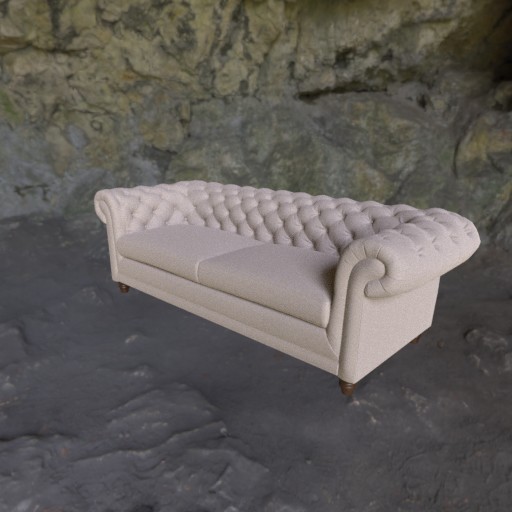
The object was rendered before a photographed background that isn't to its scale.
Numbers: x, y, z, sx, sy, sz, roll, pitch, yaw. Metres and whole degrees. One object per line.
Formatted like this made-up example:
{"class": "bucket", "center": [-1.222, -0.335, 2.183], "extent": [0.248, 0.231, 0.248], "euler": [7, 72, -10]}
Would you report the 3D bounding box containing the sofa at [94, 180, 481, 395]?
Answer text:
{"class": "sofa", "center": [0.000, 0.000, 3.129], "extent": [2.694, 0.847, 1.076], "euler": [15, 21, 41]}
